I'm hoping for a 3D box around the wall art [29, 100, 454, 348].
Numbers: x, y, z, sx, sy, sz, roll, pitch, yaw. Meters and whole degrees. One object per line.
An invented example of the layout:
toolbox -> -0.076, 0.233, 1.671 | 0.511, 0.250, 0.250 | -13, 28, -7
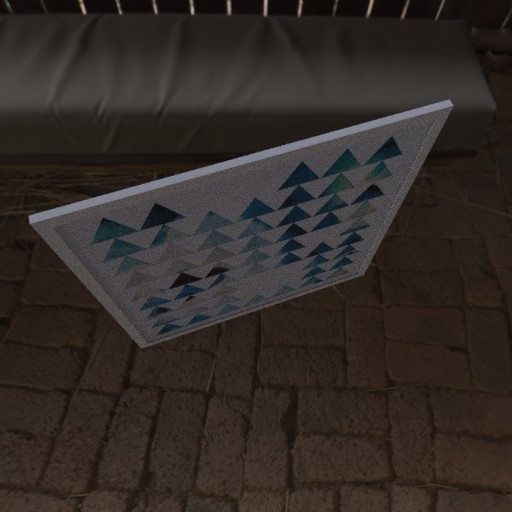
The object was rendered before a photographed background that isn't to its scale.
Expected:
wall art -> 0.000, 0.000, 0.805 | 0.557, 0.557, 0.012 | -17, 65, -8
